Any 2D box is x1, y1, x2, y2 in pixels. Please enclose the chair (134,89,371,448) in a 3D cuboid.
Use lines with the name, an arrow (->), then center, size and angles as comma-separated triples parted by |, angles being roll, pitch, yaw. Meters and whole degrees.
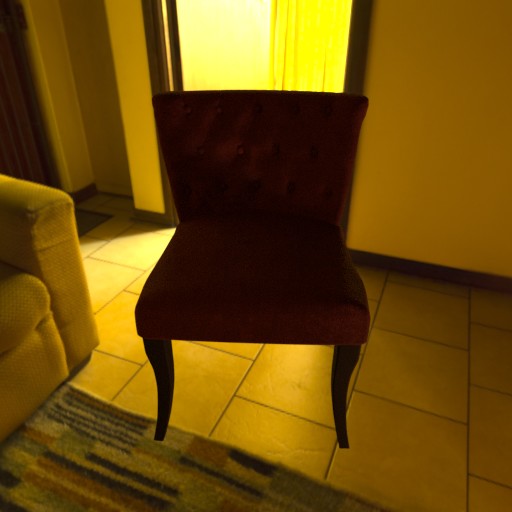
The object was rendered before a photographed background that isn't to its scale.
chair -> 0.000, 0.000, 1.178 | 0.582, 0.750, 0.605 | 1, 31, 2
